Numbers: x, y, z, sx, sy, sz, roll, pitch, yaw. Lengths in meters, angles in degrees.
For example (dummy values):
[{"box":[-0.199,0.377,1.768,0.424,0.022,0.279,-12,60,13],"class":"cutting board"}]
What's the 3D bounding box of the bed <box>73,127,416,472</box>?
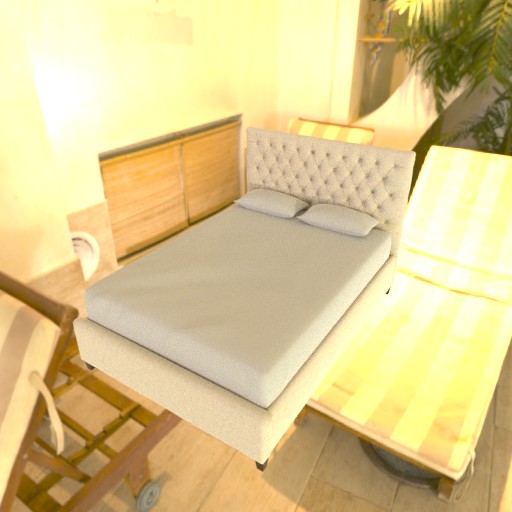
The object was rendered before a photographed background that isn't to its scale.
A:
[{"box":[0.000,0.000,3.580,1.698,1.427,2.387,18,34,29],"class":"bed"}]
